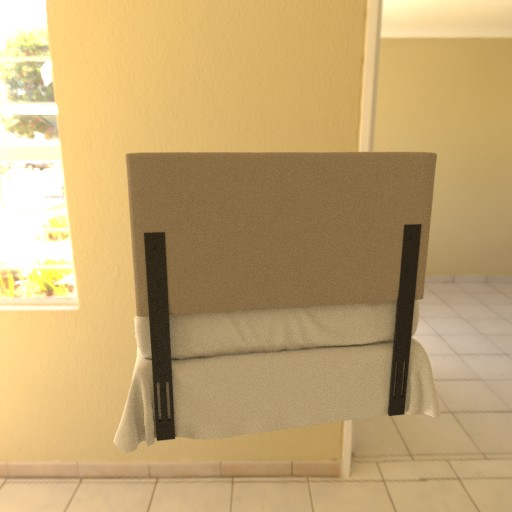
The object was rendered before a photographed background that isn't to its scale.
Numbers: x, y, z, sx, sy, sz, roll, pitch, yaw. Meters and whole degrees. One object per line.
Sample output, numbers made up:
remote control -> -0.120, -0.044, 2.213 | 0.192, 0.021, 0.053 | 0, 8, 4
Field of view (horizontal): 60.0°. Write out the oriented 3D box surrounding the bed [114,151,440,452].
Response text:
bed -> 0.000, 0.000, 3.398 | 1.936, 1.577, 2.222 | -2, 14, -9
